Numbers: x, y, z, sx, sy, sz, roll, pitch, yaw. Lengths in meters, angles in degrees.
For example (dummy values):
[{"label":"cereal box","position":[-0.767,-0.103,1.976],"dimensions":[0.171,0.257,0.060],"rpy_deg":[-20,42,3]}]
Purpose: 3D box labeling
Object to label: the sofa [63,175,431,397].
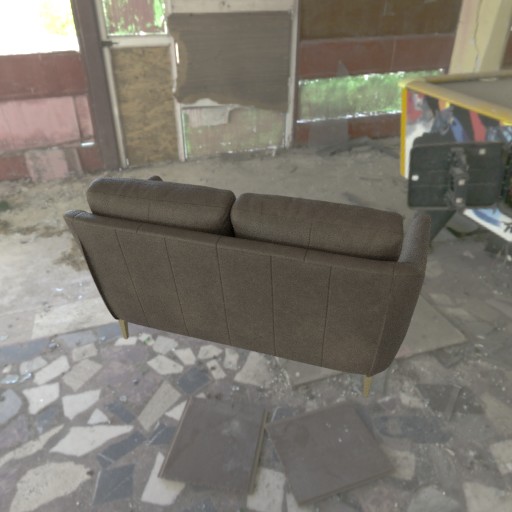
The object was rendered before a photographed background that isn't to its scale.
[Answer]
[{"label":"sofa","position":[0.000,0.000,2.201],"dimensions":[1.619,0.902,0.960],"rpy_deg":[10,34,15]}]
